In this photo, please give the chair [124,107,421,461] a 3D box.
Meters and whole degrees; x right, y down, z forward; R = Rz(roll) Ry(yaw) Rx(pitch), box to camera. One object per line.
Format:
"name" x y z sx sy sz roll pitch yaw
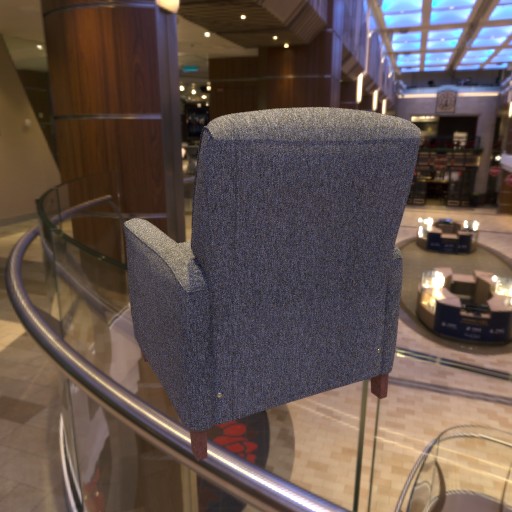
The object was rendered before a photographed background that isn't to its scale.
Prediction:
"chair" 0.000 0.000 1.650 0.848 1.014 0.864 -8 17 -26
